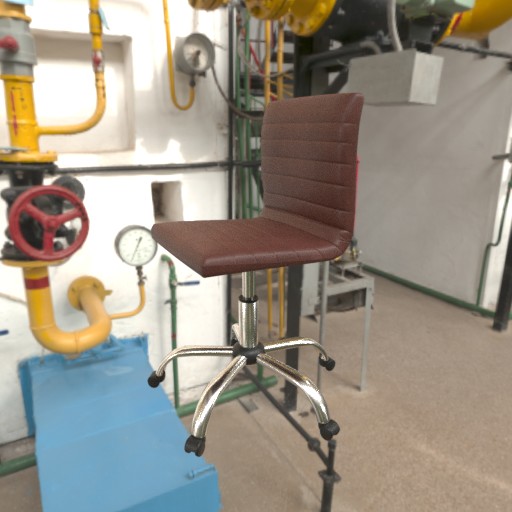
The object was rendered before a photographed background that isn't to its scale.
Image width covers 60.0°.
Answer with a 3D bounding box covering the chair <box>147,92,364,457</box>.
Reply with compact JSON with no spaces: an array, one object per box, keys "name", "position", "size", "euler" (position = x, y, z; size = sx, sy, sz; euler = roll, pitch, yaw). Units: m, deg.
[{"name":"chair","position":[0.000,0.000,1.135],"size":[0.530,0.780,0.556],"euler":[-8,18,-27]}]
